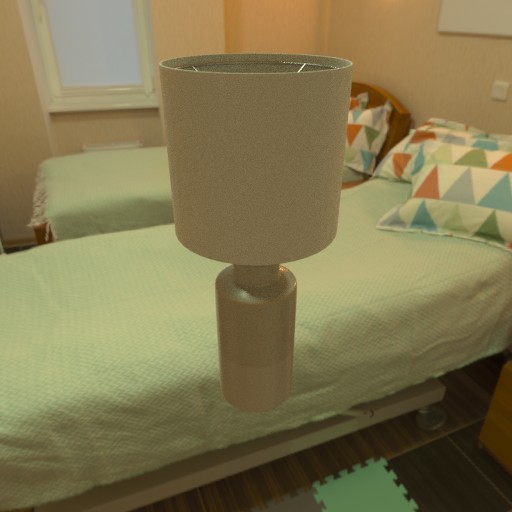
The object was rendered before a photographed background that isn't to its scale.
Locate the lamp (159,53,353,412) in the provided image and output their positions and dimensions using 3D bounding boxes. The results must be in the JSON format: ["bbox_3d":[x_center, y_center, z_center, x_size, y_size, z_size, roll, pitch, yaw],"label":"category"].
[{"bbox_3d":[0.000,0.000,0.610,0.212,0.493,0.212,21,35,33],"label":"lamp"}]
